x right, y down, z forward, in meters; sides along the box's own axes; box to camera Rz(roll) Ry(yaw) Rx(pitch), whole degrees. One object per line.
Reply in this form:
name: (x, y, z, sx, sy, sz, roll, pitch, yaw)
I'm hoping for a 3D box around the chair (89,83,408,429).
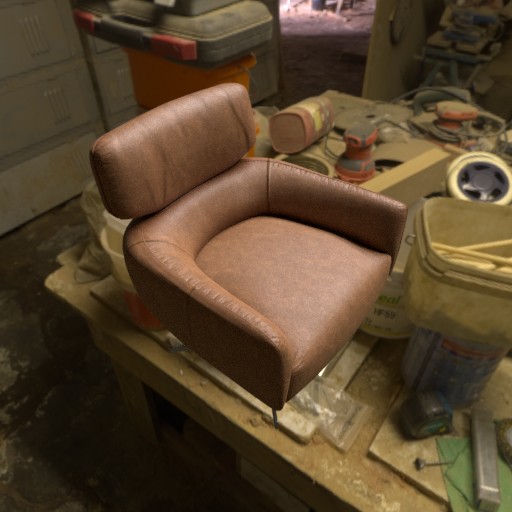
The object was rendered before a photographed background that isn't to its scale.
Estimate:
chair: (0.000, 0.000, 1.368, 0.715, 0.812, 0.706, 27, 48, 28)
